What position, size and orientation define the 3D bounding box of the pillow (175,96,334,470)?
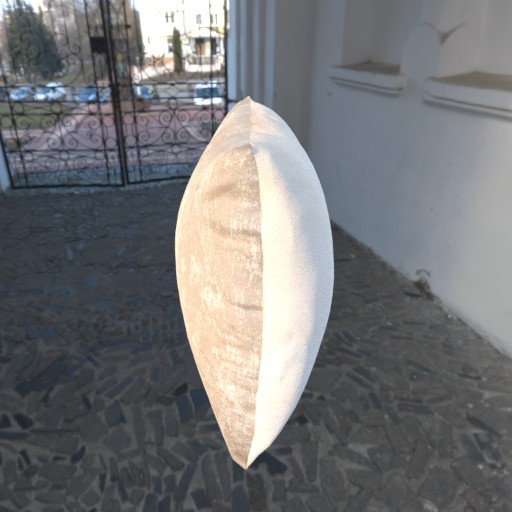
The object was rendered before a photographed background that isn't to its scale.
[{"bbox_3d":[0.000,0.000,0.719,0.245,0.448,0.450,1,26,1],"label":"pillow"}]
